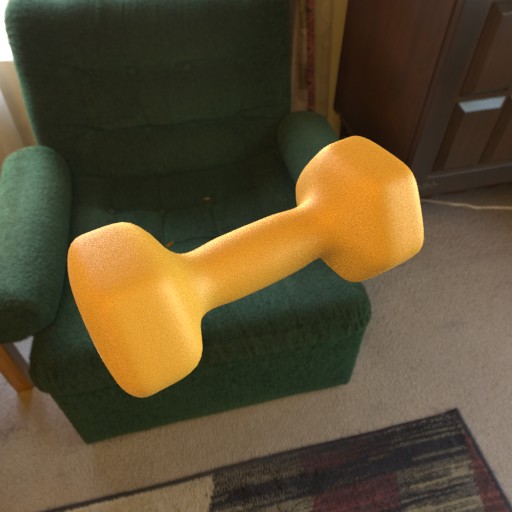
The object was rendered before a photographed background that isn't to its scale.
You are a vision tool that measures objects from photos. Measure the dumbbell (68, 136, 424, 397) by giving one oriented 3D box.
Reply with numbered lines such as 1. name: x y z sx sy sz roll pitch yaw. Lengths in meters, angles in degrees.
1. dumbbell: 0.000 0.000 0.247 0.190 0.082 0.090 -24 51 -21
